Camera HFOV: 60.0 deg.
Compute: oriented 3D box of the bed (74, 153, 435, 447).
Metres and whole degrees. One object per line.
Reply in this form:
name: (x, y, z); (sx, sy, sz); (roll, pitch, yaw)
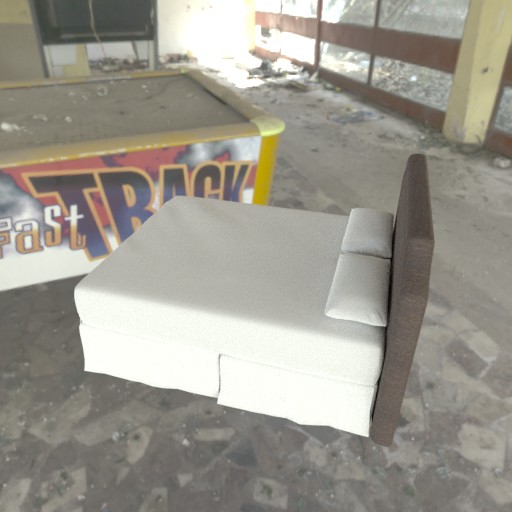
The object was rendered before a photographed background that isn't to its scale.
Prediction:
bed: (0.000, 0.000, 3.153); (2.116, 1.290, 1.693); (9, 33, 14)
